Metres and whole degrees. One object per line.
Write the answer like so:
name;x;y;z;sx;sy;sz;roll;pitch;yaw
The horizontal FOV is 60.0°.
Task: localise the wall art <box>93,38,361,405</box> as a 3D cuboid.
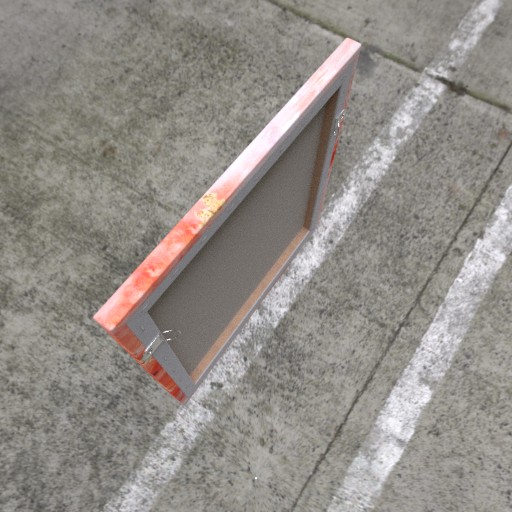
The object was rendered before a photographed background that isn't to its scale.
wall art;0.000;0.000;1.110;0.064;0.746;0.747;32;68;15
